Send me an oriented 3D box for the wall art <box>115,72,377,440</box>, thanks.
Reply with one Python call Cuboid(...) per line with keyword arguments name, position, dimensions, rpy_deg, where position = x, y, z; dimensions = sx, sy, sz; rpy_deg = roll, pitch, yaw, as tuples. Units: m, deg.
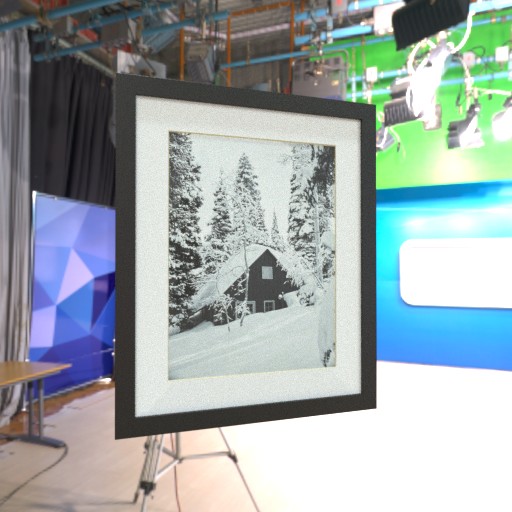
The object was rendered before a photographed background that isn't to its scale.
Cuboid(name="wall art", position=(0.000, 0.000, 0.537), dimensions=(0.325, 0.397, 0.018), rpy_deg=(0, -1, -18))
